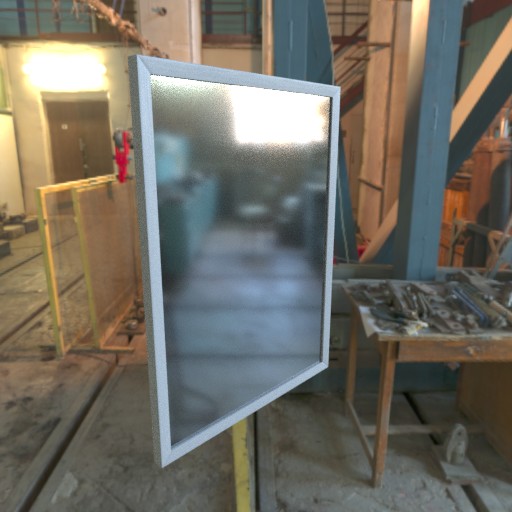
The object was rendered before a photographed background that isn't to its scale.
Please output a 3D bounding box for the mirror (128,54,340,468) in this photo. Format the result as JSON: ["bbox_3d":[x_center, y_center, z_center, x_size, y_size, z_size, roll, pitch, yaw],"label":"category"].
[{"bbox_3d":[0.000,0.000,1.330,0.040,1.016,0.762,13,19,42],"label":"mirror"}]
